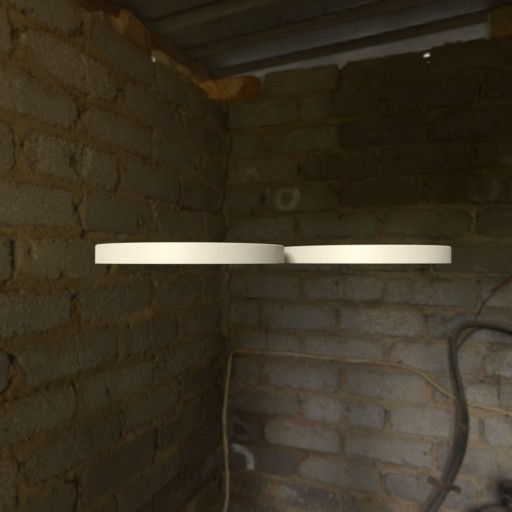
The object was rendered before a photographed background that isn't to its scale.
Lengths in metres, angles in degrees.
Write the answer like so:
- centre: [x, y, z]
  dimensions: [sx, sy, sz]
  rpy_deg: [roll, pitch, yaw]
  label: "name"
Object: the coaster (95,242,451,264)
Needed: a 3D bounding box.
- centre: [0.000, 0.000, 0.333]
  dimensions: [0.220, 0.010, 0.224]
  rpy_deg: [0, -1, -16]
  label: "coaster"
